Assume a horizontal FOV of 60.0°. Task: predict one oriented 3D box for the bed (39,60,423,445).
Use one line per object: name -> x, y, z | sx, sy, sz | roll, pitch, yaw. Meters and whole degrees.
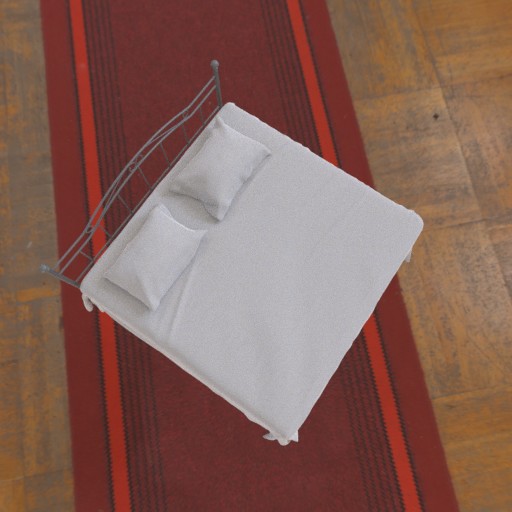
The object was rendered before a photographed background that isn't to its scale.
bed -> 0.000, 0.000, 3.558 | 2.220, 1.080, 2.309 | 34, 77, 9
